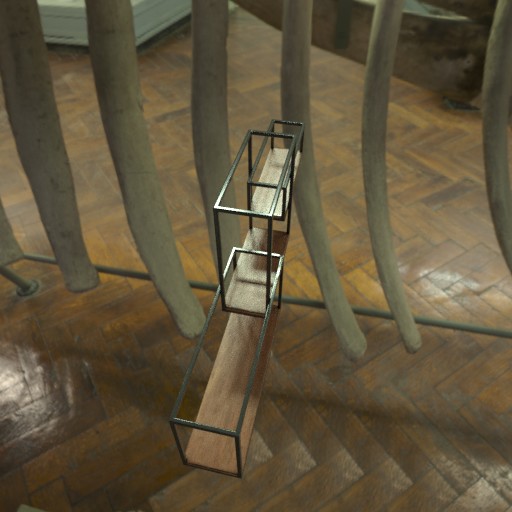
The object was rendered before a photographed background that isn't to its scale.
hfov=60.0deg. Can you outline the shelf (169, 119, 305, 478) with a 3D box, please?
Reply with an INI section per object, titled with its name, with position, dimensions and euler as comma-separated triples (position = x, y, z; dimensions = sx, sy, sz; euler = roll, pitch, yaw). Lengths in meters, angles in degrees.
[shelf]
position = 0.000, 0.000, 2.230
dimensions = 0.275, 0.972, 1.781
euler = 9, 47, 9
